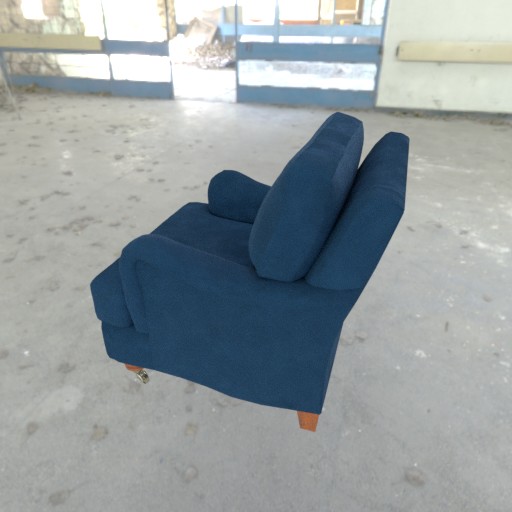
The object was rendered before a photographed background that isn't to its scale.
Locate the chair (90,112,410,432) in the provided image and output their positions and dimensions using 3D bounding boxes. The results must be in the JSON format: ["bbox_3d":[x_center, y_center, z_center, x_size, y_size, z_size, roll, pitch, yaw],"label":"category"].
[{"bbox_3d":[0.000,0.000,1.851,1.078,1.076,0.895,9,30,16],"label":"chair"}]
